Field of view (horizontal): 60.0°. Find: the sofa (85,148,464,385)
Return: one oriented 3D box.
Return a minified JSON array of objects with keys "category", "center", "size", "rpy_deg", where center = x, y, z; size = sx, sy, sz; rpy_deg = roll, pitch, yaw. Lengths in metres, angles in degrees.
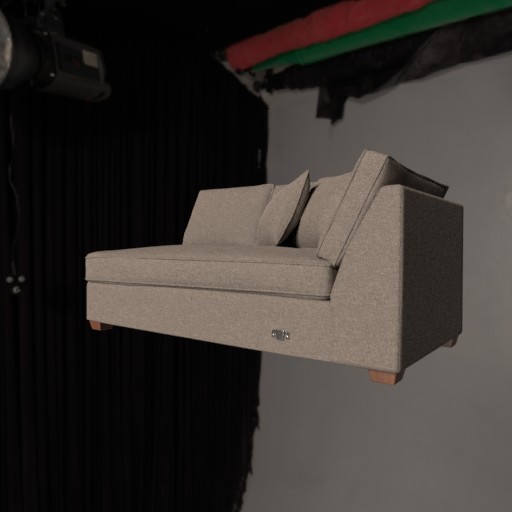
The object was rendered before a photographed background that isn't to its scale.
[{"category":"sofa","center":[0.000,0.000,2.839],"size":[2.237,1.033,1.110],"rpy_deg":[1,2,37]}]
